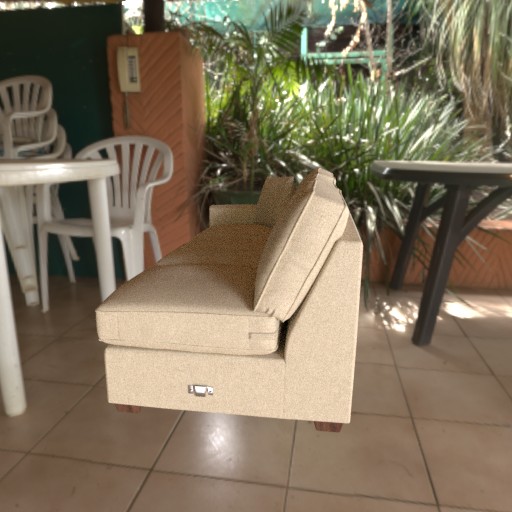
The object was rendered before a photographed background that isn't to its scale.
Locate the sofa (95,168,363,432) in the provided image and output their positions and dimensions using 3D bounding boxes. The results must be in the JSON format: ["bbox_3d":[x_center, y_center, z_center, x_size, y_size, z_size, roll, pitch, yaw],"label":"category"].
[{"bbox_3d":[0.000,0.000,2.583,1.034,0.946,1.962,2,14,8],"label":"sofa"}]
